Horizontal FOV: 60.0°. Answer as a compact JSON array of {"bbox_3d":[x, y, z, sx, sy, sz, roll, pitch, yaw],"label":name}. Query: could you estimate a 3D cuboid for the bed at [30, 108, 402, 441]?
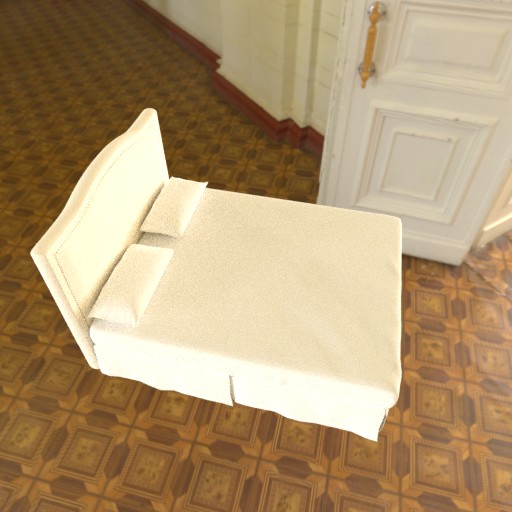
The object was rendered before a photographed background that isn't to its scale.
[{"bbox_3d":[0.000,0.000,3.385,2.282,1.436,1.821,10,48,9],"label":"bed"}]
